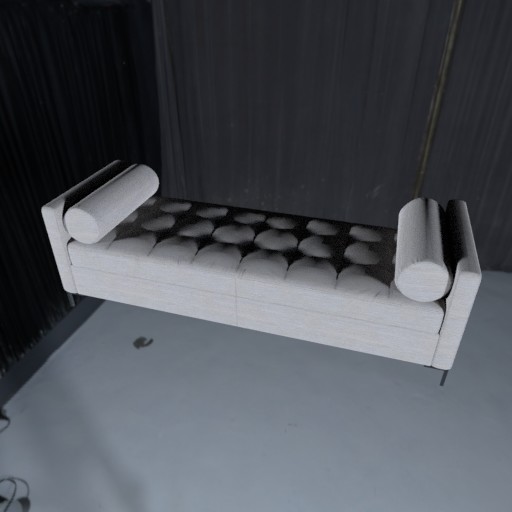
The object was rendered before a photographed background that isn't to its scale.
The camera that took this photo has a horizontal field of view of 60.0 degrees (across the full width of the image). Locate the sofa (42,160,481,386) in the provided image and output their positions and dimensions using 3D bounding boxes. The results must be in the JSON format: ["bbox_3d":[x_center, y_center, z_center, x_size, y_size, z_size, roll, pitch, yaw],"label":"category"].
[{"bbox_3d":[0.000,0.000,2.333,1.981,0.635,0.686,9,34,14],"label":"sofa"}]
